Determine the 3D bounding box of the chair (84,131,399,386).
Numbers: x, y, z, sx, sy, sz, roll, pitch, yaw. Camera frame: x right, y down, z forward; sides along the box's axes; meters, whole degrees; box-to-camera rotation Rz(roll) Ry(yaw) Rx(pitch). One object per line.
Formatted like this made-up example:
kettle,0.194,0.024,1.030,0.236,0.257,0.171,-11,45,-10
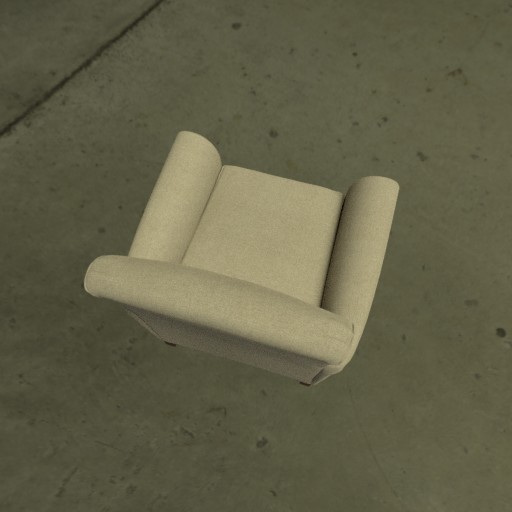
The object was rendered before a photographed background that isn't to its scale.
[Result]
chair,0.000,0.000,1.767,0.978,1.061,0.905,15,65,7
